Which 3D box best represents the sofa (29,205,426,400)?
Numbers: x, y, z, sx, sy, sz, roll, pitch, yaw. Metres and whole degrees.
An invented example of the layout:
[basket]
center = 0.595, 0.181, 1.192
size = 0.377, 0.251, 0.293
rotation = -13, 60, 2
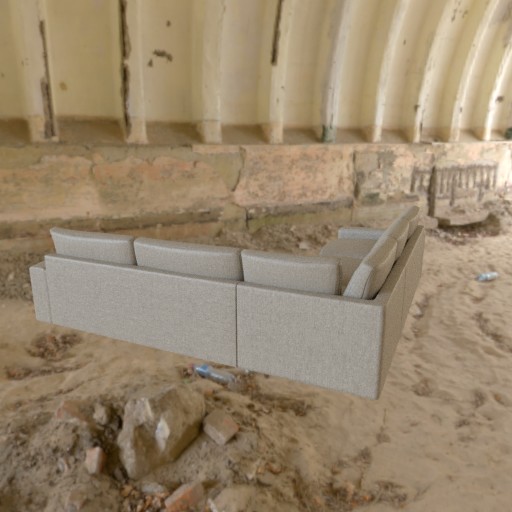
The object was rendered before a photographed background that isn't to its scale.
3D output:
[sofa]
center = 0.000, 0.000, 4.107
size = 2.742, 0.800, 2.622
rotation = 7, 17, 24
